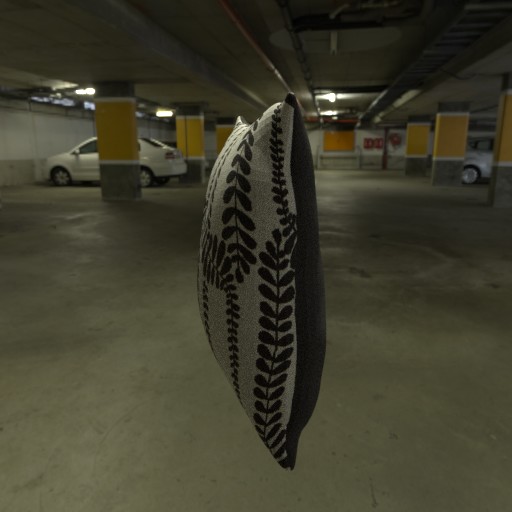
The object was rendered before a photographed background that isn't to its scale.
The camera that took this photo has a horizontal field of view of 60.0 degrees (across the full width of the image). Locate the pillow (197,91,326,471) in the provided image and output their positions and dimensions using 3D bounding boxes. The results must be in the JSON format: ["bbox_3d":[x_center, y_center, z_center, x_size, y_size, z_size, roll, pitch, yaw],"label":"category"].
[{"bbox_3d":[0.000,0.000,0.683,0.182,0.441,0.440,-2,14,-8],"label":"pillow"}]
